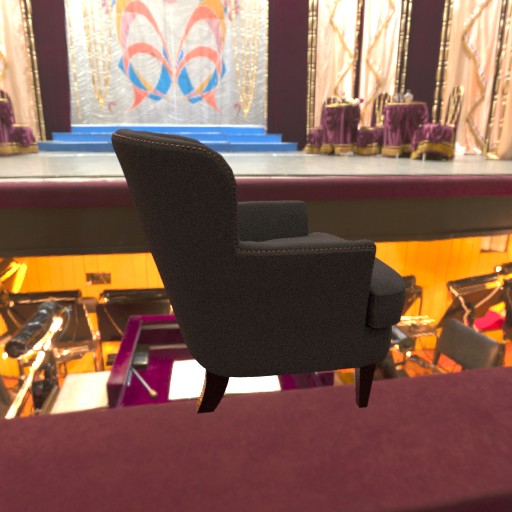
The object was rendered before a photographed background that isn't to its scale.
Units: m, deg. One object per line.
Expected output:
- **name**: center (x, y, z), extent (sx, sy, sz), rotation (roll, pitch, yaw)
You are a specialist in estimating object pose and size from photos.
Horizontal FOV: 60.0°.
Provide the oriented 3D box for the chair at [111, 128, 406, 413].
- **chair**: center (0.000, 0.000, 1.572), extent (0.906, 0.868, 0.848), rotation (-3, 16, -9)
